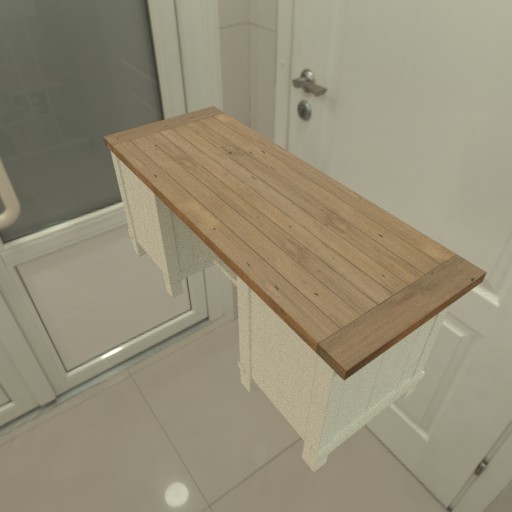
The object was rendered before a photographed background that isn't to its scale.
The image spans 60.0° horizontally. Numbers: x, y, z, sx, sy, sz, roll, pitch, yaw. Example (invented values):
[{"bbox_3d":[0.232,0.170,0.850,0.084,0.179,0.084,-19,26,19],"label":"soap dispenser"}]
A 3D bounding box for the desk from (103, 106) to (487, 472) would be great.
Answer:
[{"bbox_3d":[0.000,0.000,2.202,0.688,0.760,1.803,-26,47,-26],"label":"desk"}]
